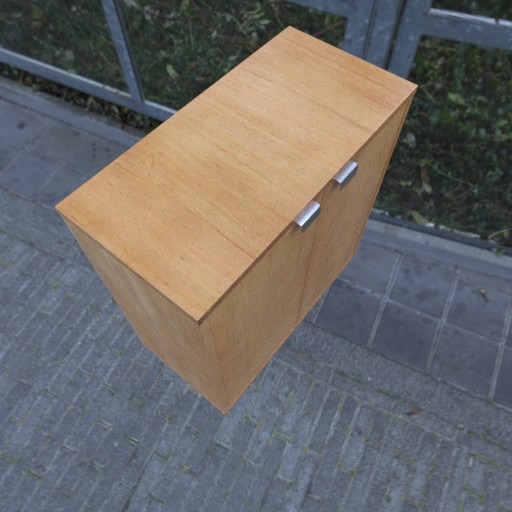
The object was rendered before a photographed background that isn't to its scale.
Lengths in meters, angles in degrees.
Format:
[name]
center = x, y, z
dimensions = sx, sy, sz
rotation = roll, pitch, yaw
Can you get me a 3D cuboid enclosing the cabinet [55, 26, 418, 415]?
[cabinet]
center = 0.000, 0.000, 1.424
dimensions = 0.419, 1.001, 0.800
rotation = 35, 65, 19
